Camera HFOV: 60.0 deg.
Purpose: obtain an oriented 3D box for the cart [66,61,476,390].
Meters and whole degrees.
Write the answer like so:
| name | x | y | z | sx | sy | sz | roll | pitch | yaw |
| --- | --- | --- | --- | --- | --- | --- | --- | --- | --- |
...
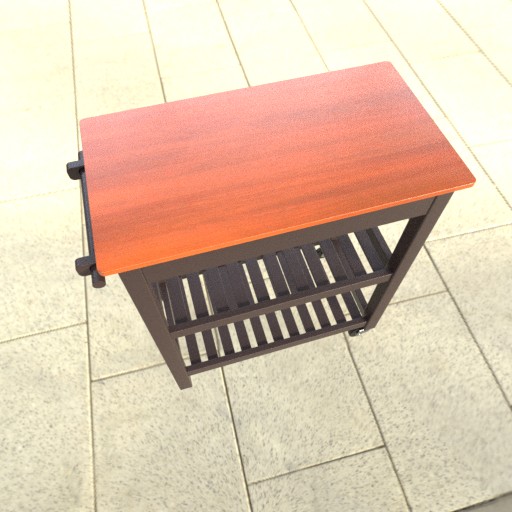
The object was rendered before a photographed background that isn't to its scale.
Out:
| name | x | y | z | sx | sy | sz | roll | pitch | yaw |
| --- | --- | --- | --- | --- | --- | --- | --- | --- | --- |
| cart | 0.000 | 0.000 | 1.428 | 0.899 | 0.927 | 0.457 | -14 | 59 | -9 |
